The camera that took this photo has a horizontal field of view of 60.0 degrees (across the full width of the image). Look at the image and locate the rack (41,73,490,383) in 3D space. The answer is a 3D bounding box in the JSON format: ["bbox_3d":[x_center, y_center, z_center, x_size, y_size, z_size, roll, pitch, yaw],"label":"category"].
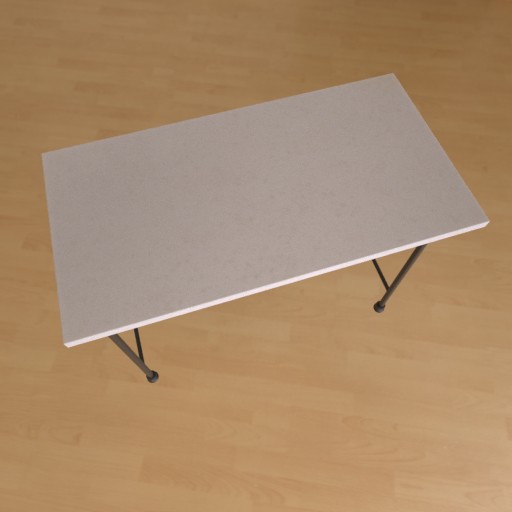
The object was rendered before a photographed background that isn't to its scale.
[{"bbox_3d":[0.000,0.000,1.664,1.159,0.880,0.613,-16,64,-8],"label":"rack"}]
